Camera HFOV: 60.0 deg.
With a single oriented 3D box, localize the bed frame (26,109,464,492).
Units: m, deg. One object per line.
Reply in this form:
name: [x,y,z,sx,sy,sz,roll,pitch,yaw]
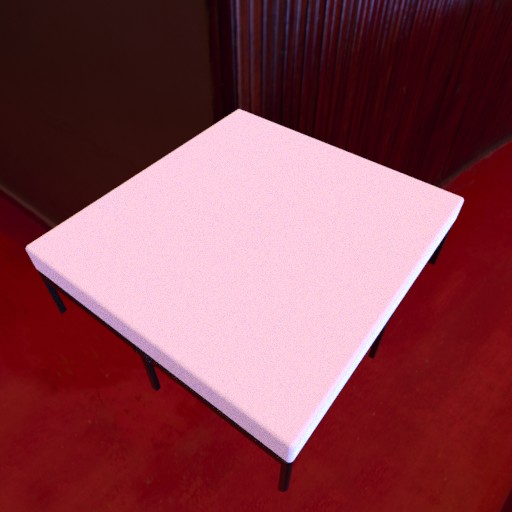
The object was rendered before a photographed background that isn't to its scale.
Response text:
bed frame: [0.000,0.000,3.051,1.963,0.659,2.079,29,54,24]
